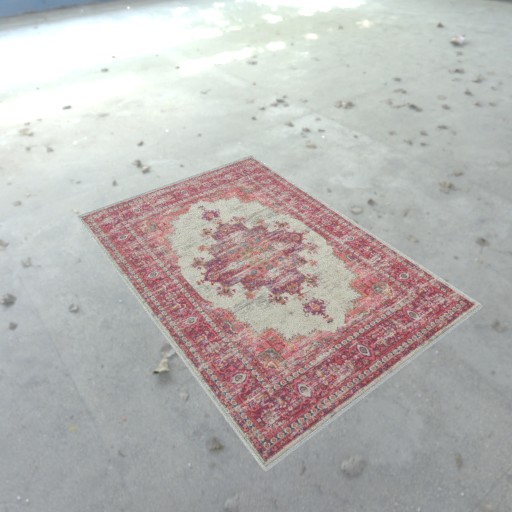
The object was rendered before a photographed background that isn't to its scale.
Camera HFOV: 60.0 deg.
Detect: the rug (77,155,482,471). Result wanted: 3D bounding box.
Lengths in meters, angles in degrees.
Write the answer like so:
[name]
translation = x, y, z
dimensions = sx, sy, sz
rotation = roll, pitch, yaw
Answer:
[rug]
translation = 0.000, 0.000, 2.226
dimensions = 1.217, 0.011, 1.747
rotation = -26, 47, -27
